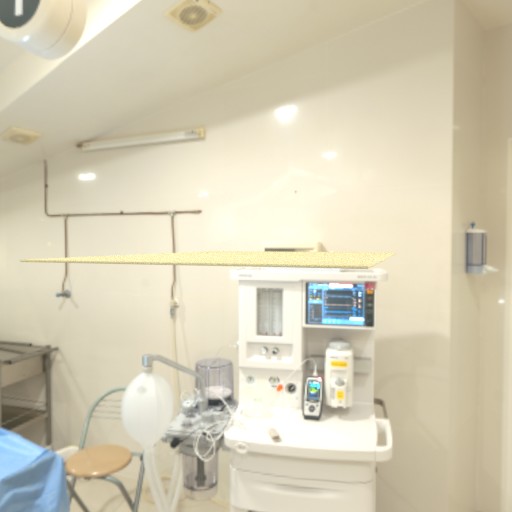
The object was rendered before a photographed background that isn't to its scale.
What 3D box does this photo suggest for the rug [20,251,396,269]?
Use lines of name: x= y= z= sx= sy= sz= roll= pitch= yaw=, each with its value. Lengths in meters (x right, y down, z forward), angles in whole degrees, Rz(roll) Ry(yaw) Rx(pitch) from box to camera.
rug: x=0.000 y=0.000 z=4.265 sx=2.452 sy=0.016 sz=3.204 roll=1 pitch=2 yaw=20
